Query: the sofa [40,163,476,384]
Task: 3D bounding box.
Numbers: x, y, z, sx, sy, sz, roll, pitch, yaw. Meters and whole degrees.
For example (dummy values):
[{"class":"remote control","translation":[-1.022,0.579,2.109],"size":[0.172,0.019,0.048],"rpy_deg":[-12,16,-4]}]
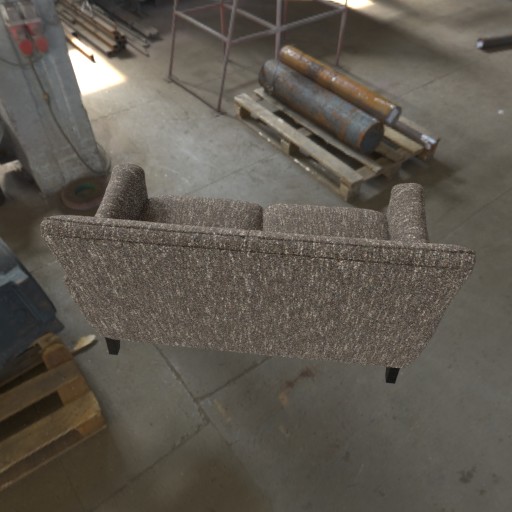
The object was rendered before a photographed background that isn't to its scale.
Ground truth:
[{"class":"sofa","translation":[0.000,0.000,2.014],"size":[1.519,0.946,0.801],"rpy_deg":[5,47,4]}]
